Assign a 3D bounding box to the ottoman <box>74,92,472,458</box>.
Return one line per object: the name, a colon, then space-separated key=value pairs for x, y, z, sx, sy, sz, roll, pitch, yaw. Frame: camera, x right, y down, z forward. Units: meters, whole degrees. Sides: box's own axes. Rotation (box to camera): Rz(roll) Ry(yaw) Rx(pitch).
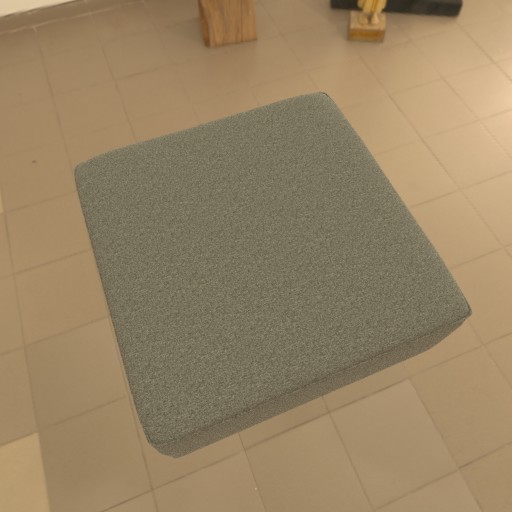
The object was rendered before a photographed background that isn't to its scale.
ottoman: x=0.000 y=0.000 z=1.578 sx=1.005 sy=0.464 sz=1.015 roll=-20 pitch=64 yaw=-10
